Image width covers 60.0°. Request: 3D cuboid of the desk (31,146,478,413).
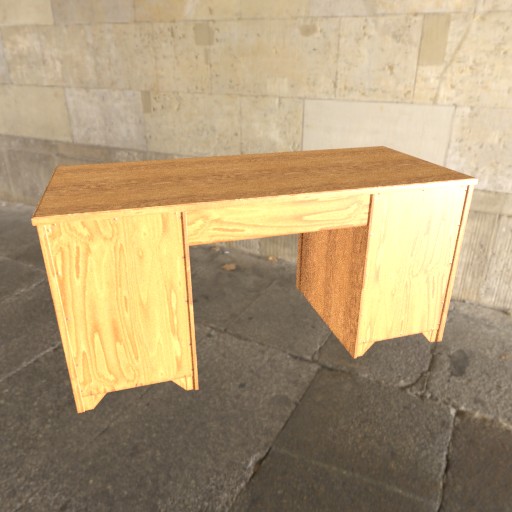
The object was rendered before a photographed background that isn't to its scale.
[{"bbox_3d":[0.000,0.000,1.944,1.567,0.751,0.685,-7,26,-15],"label":"desk"}]
